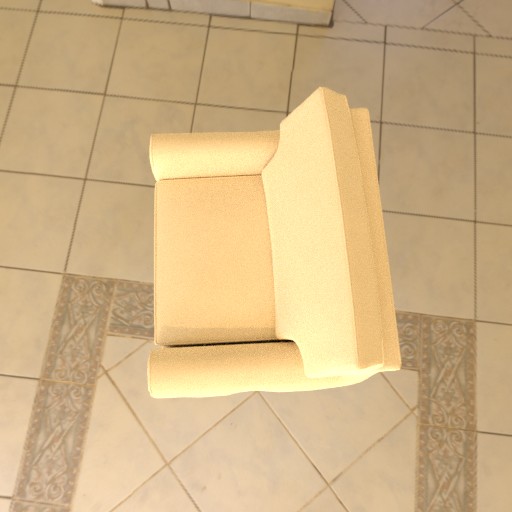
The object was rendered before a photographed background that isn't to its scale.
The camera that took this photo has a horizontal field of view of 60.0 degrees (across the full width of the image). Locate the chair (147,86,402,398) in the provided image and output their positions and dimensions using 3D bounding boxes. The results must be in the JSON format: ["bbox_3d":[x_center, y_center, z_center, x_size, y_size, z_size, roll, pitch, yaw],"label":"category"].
[{"bbox_3d":[0.000,0.000,1.854,0.904,0.958,1.099,-3,75,-1],"label":"chair"}]
